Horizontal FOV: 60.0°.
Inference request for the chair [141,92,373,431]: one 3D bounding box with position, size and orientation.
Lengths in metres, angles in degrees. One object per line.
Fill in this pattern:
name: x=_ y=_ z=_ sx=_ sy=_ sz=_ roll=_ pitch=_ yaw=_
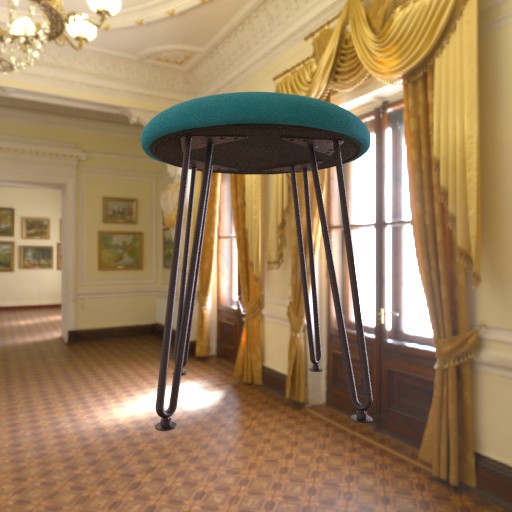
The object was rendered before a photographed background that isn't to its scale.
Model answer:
chair: x=0.000 y=0.000 z=0.696 sx=0.350 sy=0.430 sz=0.350 roll=0 pitch=0 yaw=-18
